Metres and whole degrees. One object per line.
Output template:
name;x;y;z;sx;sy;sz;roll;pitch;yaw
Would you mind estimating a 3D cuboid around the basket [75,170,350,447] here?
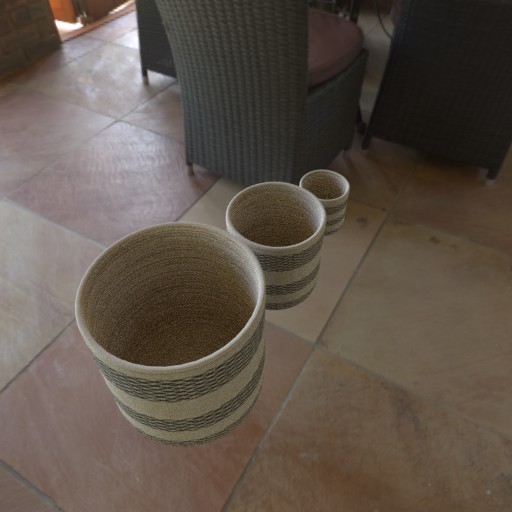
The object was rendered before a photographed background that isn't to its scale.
basket;0.000;0.000;1.105;0.351;0.356;0.917;25;52;22
